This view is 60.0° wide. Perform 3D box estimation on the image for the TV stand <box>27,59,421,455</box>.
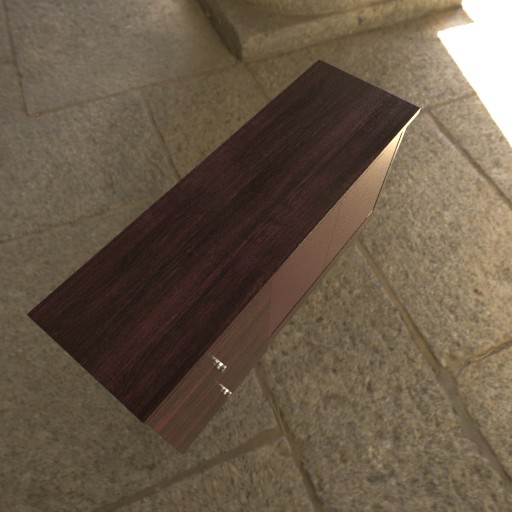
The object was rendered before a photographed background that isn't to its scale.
[{"bbox_3d":[0.000,0.000,1.459,0.404,0.614,1.192,34,65,19],"label":"TV stand"}]
